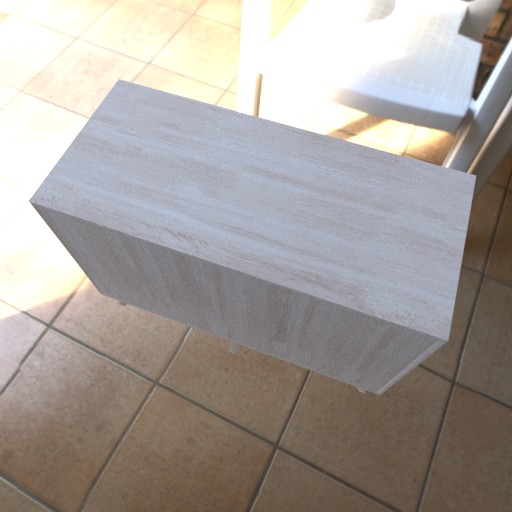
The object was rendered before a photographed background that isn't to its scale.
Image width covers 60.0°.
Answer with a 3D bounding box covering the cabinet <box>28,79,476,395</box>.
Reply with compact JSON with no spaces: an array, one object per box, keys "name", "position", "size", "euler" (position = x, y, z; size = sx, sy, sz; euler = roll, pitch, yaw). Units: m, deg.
[{"name":"cabinet","position":[0.000,0.000,1.545],"size":[1.110,0.780,0.500],"euler":[18,63,9]}]
